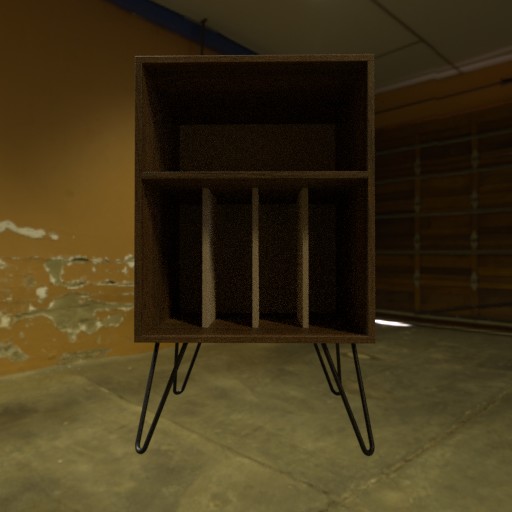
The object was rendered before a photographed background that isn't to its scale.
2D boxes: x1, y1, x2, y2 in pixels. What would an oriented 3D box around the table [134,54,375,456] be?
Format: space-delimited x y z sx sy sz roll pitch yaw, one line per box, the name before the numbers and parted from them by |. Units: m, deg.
table | 0.000 0.000 1.180 0.526 0.866 0.457 0 -1 1
